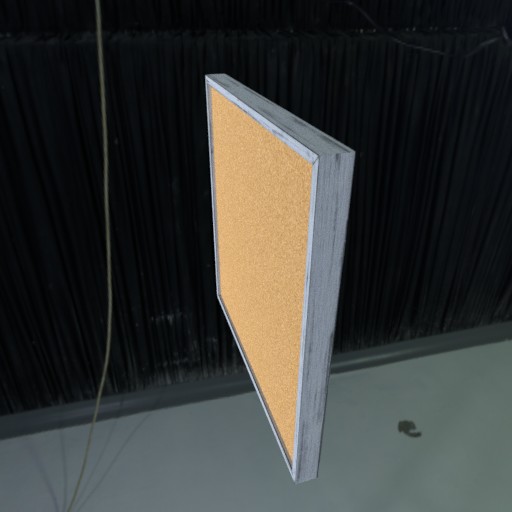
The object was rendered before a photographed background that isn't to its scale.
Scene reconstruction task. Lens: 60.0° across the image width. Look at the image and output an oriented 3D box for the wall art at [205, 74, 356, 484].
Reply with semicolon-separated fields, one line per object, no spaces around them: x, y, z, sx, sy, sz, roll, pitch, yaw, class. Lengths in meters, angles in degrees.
0.000;0.000;0.749;0.038;0.506;0.506;-9;32;-15;wall art
